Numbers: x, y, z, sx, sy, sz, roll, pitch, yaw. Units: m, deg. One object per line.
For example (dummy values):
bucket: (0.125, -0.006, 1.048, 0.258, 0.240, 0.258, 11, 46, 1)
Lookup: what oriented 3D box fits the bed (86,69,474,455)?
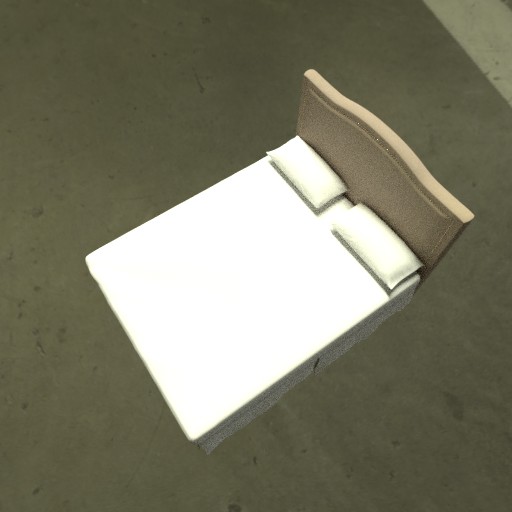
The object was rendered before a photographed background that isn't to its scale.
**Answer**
bed: (0.000, 0.000, 3.432, 2.282, 1.436, 1.821, -32, 67, -15)
